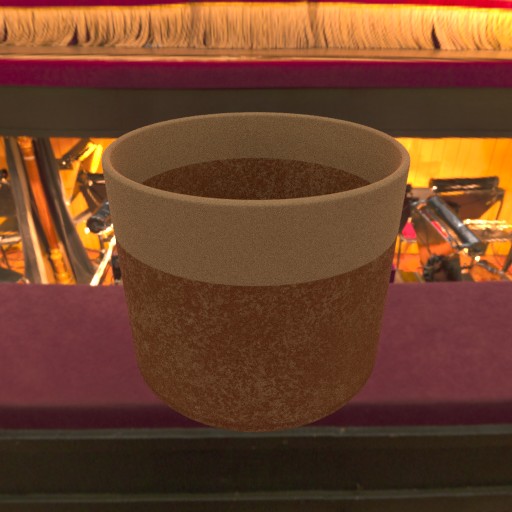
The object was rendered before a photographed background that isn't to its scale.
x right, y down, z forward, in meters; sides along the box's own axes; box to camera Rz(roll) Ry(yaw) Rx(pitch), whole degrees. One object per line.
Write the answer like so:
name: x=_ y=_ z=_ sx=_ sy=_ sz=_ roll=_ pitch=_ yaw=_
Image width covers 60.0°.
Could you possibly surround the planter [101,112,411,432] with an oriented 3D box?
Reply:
planter: x=0.000 y=0.000 z=0.271 sx=0.159 sy=0.138 sz=0.159 roll=0 pitch=30 yaw=0
